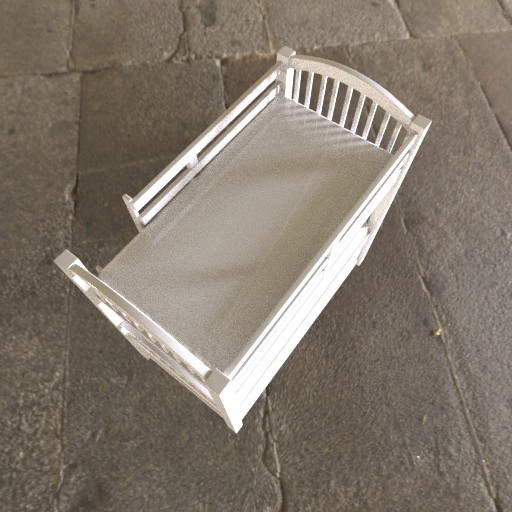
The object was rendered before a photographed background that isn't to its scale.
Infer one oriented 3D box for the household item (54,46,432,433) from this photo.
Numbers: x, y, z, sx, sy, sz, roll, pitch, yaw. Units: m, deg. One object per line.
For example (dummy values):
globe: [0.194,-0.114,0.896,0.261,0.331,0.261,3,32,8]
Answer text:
household item: [0.000,0.000,3.313,1.143,2.032,2.032,34,68,16]
